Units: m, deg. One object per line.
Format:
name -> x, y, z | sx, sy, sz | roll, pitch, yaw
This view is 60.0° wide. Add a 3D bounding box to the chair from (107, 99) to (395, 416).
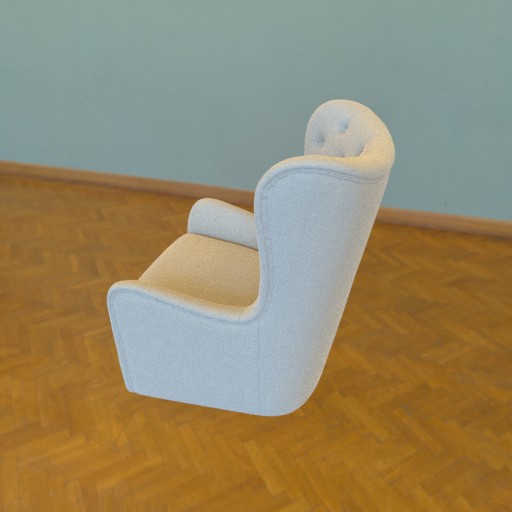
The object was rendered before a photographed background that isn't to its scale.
chair -> 0.000, 0.000, 1.760 | 0.929, 1.079, 0.831 | 8, 31, 14
